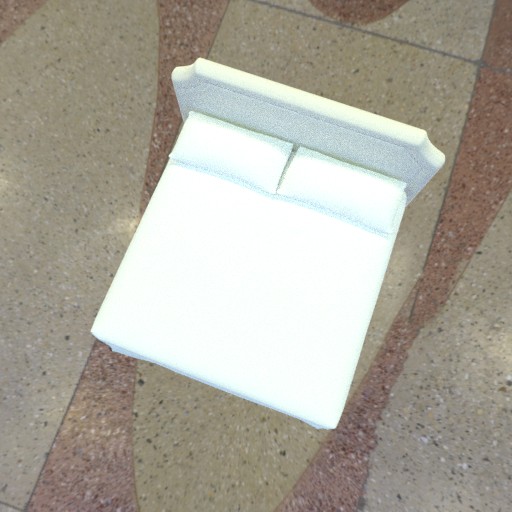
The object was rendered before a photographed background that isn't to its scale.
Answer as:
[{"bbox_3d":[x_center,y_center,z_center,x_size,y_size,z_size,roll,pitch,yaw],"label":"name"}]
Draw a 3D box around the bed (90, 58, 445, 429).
[{"bbox_3d":[0.000,0.000,3.477,2.160,1.301,2.204,20,76,5],"label":"bed"}]
